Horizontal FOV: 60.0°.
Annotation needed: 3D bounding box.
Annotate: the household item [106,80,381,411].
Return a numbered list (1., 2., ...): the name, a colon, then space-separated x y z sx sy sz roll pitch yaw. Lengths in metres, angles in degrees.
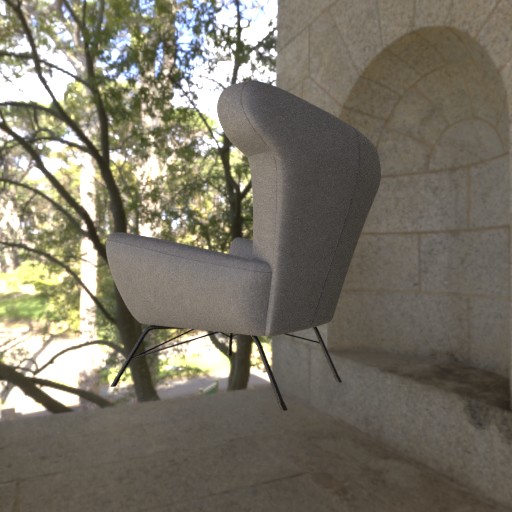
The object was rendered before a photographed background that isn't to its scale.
1. household item: 0.000 0.000 1.836 0.900 1.050 0.980 -1 -1 36
